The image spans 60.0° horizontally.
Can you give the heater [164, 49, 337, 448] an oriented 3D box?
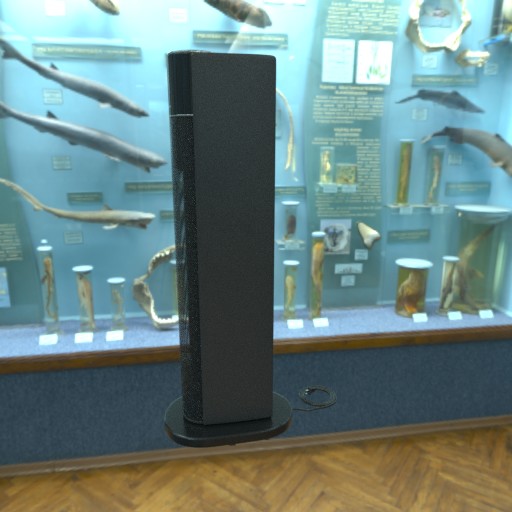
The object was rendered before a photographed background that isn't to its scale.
[{"bbox_3d":[0.000,0.000,1.030,0.458,0.856,0.214,-2,14,-8],"label":"heater"}]
